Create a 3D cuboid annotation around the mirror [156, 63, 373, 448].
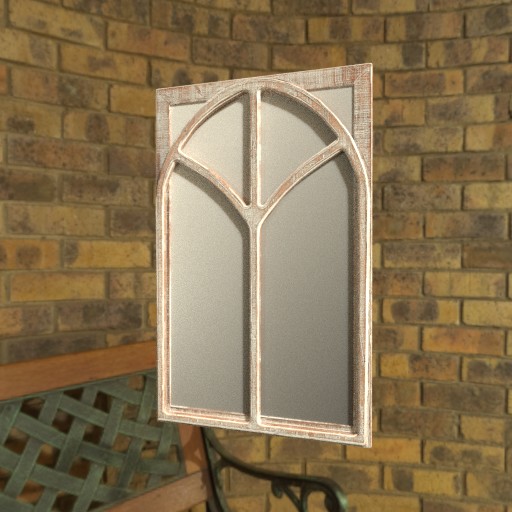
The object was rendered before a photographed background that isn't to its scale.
[{"bbox_3d":[0.000,0.000,0.978,0.495,0.787,0.058,0,1,17],"label":"mirror"}]
